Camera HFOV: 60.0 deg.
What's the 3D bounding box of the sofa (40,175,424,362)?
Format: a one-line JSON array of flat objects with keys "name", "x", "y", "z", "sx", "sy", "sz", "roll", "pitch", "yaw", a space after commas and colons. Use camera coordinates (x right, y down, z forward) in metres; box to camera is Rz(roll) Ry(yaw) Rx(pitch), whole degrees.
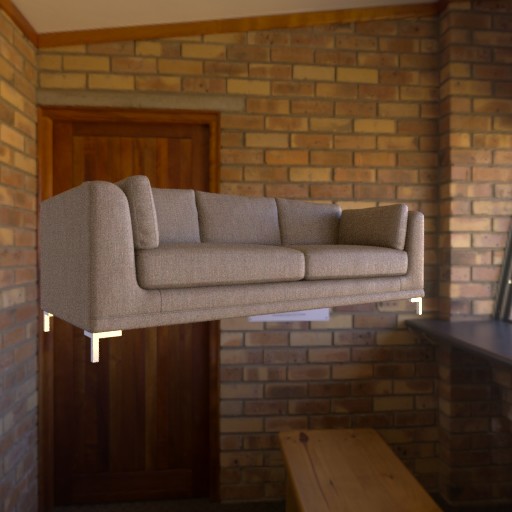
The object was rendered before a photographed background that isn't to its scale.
[{"name": "sofa", "x": 0.000, "y": 0.000, "z": 2.918, "sx": 2.415, "sy": 0.867, "sz": 0.969, "roll": 0, "pitch": 1, "yaw": -37}]
